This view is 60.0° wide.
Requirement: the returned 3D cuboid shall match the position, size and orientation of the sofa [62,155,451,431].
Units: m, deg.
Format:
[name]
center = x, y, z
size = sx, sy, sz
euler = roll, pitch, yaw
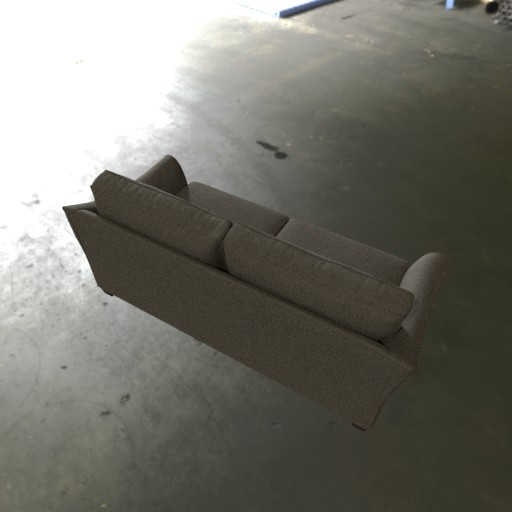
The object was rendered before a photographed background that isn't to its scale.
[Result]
[sofa]
center = 0.000, 0.000, 2.830
size = 2.203, 0.976, 1.013
euler = 23, 50, 21
